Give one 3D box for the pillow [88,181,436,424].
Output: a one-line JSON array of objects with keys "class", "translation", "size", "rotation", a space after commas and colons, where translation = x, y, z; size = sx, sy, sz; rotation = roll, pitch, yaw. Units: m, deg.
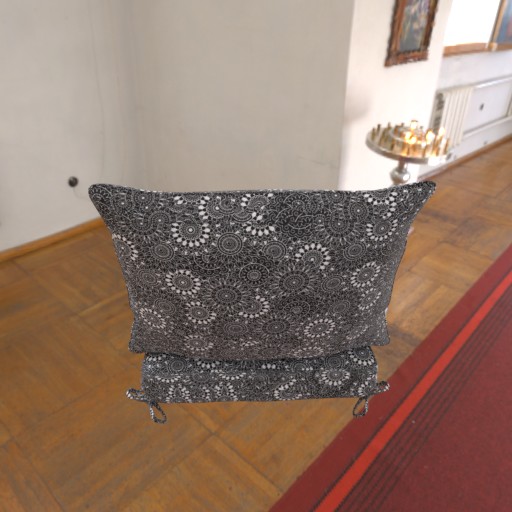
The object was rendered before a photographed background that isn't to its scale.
[{"class": "pillow", "translation": [0.000, 0.000, 1.390], "size": [0.798, 0.722, 0.740], "rotation": [-1, 31, -2]}]
